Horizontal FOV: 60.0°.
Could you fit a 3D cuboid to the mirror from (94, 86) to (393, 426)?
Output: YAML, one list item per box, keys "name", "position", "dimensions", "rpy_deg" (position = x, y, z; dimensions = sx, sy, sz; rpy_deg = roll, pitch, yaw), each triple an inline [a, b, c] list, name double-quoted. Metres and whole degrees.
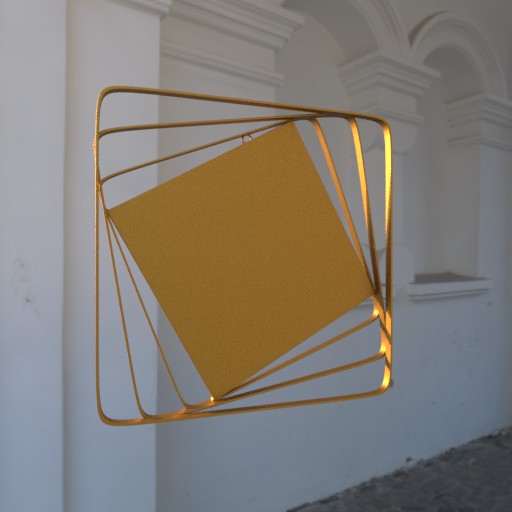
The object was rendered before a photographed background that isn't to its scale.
- name: "mirror"
  position: [0.000, 0.000, 0.685]
  dimensions: [0.470, 0.468, 0.045]
  rpy_deg: [0, 0, -19]
